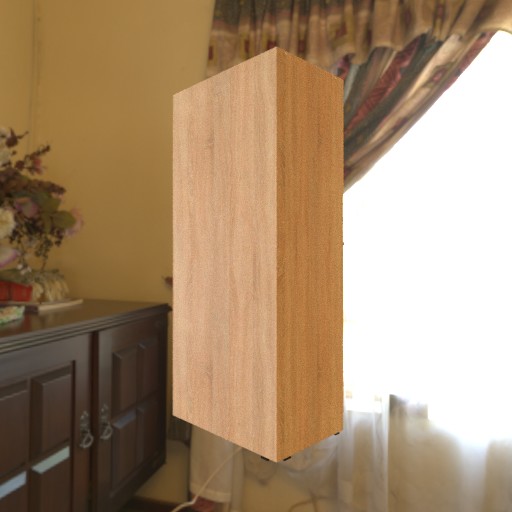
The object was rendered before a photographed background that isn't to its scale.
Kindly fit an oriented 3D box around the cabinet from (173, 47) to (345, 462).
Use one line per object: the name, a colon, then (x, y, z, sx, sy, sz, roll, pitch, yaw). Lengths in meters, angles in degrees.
cabinet: (0.000, 0.000, 2.908, 1.094, 2.120, 1.327, 0, 0, 1)
